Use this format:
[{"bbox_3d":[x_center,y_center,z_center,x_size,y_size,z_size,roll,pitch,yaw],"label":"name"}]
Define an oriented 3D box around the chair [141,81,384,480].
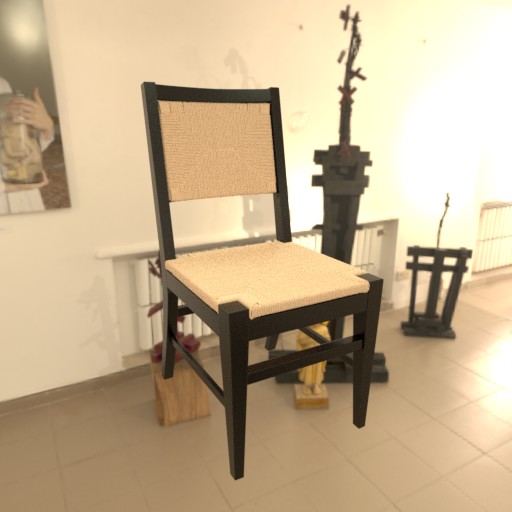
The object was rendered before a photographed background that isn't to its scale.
[{"bbox_3d":[0.000,0.000,1.237,0.437,0.927,0.552,-9,19,-28],"label":"chair"}]
